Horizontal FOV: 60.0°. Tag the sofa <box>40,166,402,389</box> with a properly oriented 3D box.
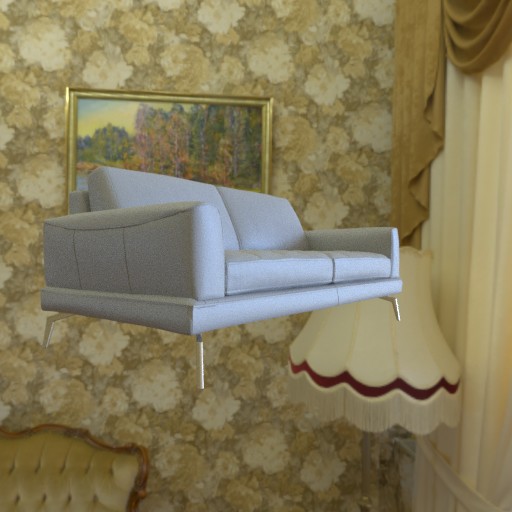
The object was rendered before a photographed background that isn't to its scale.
[{"bbox_3d":[0.000,0.000,2.714,1.121,0.930,2.177,0,0,38],"label":"sofa"}]
